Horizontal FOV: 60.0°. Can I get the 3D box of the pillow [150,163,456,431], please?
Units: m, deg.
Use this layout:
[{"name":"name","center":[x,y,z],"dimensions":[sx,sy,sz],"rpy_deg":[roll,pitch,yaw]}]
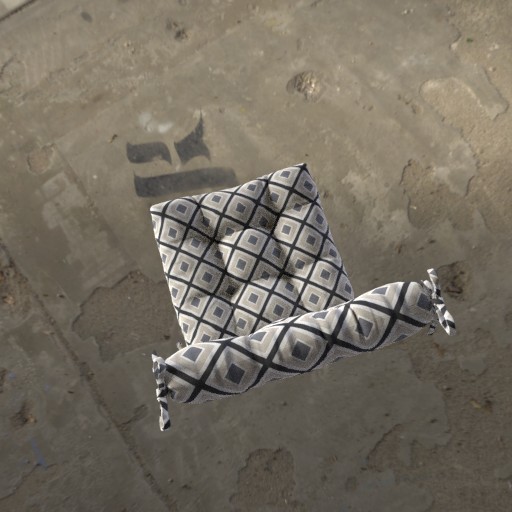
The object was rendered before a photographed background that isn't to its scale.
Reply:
[{"name":"pillow","center":[0.000,0.000,1.006],"dimensions":[0.519,0.605,0.571],"rpy_deg":[-17,76,-4]}]
